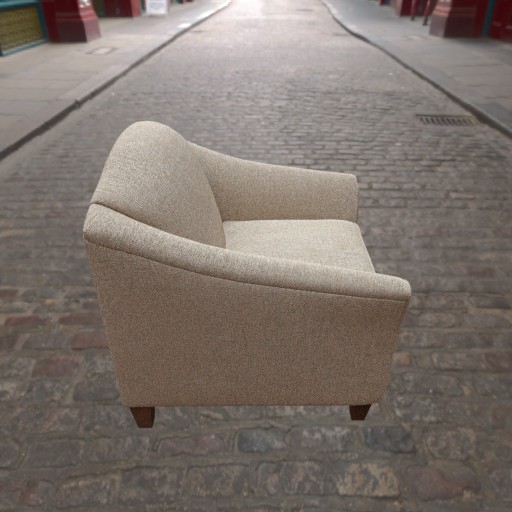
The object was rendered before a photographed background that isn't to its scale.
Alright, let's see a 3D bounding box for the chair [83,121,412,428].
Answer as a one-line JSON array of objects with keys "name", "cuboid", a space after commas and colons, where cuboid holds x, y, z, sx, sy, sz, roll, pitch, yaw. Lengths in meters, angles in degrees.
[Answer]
[{"name": "chair", "cuboid": [0.000, 0.000, 1.452, 0.787, 0.839, 0.763, 0, 32, 0]}]
